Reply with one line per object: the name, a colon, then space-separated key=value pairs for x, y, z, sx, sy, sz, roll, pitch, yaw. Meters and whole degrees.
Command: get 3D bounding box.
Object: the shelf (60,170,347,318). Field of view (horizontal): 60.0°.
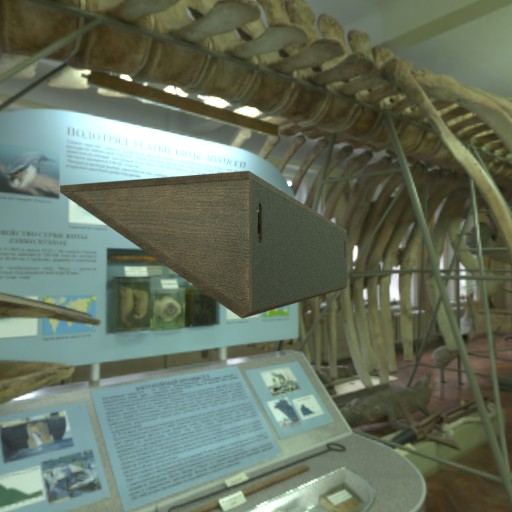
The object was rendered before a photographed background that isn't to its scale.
shelf: x=0.000 y=0.000 z=0.692 sx=0.200 sy=0.125 sz=0.610 roll=-1 pitch=-2 yaw=19
